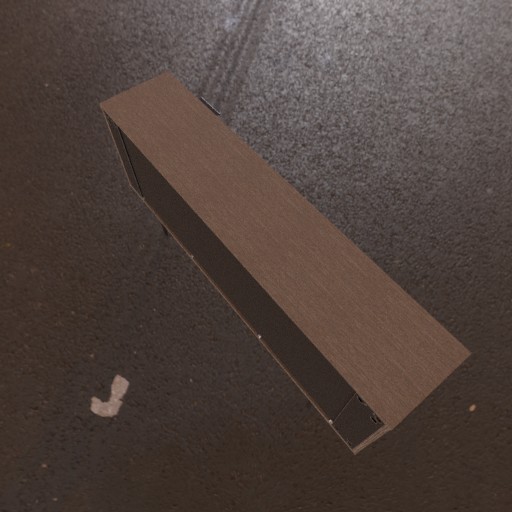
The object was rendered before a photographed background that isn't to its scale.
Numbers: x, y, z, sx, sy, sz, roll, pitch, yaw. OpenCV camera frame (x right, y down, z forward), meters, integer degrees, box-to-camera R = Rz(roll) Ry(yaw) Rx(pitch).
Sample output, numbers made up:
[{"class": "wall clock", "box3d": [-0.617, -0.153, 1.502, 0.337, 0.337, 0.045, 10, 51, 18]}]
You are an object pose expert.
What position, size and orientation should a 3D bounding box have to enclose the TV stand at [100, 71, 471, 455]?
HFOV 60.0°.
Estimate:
[{"class": "TV stand", "box3d": [0.000, 0.000, 2.071, 0.405, 0.787, 1.804, -34, 65, -19]}]
